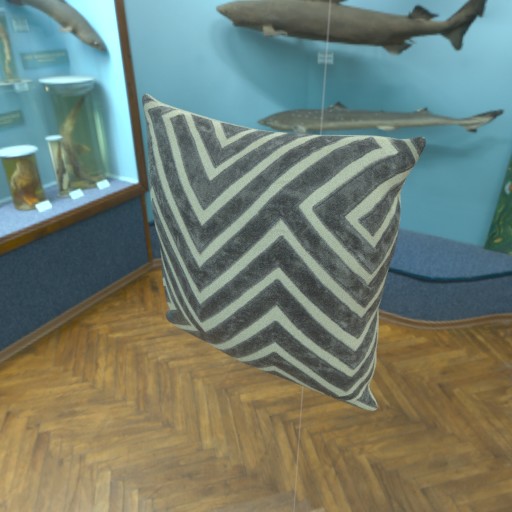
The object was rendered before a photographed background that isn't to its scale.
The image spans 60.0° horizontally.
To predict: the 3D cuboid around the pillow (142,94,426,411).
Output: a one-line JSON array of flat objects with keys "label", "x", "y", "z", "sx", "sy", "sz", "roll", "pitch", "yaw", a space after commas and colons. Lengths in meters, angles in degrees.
[{"label": "pillow", "x": 0.000, "y": 0.000, "z": 0.685, "sx": 0.440, "sy": 0.441, "sz": 0.182, "roll": 18, "pitch": 34, "yaw": 29}]
